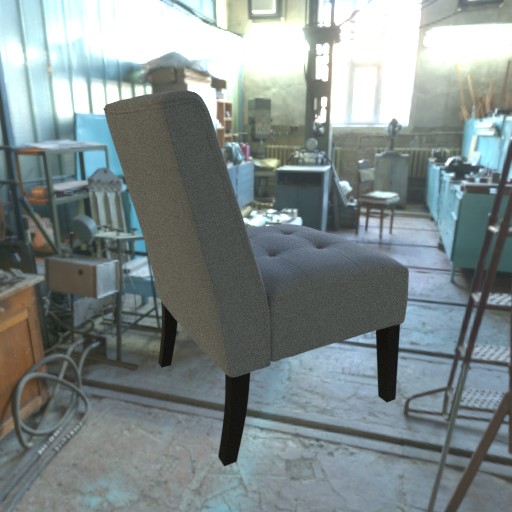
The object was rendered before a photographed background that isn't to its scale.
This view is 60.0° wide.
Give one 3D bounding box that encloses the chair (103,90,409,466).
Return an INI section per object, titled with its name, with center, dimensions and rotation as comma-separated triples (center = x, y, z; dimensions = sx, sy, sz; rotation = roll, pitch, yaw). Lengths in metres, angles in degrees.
[chair]
center = 0.000, 0.000, 1.269
dimensions = 0.676, 0.853, 0.569
rotation = -9, 19, -27
